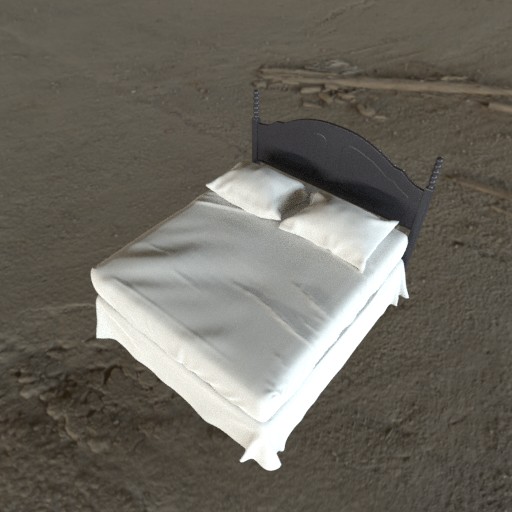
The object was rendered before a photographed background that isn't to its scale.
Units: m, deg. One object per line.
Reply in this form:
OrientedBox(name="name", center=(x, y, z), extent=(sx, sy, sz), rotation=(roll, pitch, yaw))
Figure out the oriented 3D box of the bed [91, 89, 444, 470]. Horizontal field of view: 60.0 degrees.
OrientedBox(name="bed", center=(0.000, 0.000, 3.267), extent=(1.873, 1.356, 2.040), rotation=(30, 53, 26))
